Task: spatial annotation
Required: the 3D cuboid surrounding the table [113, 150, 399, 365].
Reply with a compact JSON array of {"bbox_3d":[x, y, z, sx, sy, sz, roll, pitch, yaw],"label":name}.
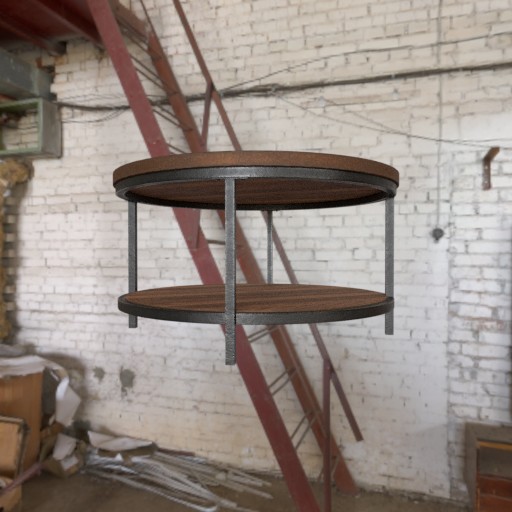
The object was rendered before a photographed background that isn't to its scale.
[{"bbox_3d":[0.000,0.000,1.364,0.837,0.462,0.837,0,1,0],"label":"table"}]
